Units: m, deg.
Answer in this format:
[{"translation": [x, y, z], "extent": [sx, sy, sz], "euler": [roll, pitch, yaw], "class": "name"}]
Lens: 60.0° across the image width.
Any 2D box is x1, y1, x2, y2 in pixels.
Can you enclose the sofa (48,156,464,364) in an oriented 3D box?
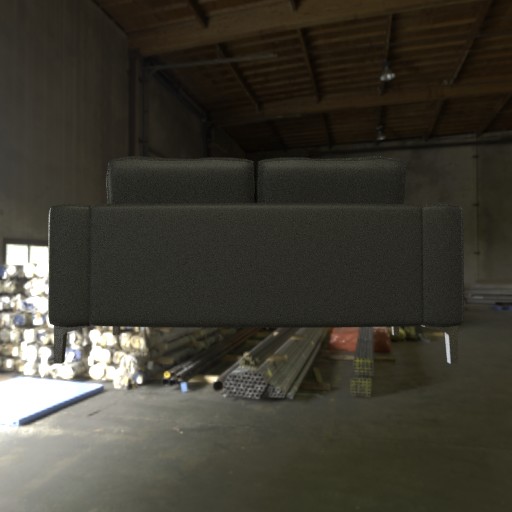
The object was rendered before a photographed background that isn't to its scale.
[{"translation": [0.000, 0.000, 2.197], "extent": [1.726, 0.893, 0.833], "euler": [0, -1, 0], "class": "sofa"}]
